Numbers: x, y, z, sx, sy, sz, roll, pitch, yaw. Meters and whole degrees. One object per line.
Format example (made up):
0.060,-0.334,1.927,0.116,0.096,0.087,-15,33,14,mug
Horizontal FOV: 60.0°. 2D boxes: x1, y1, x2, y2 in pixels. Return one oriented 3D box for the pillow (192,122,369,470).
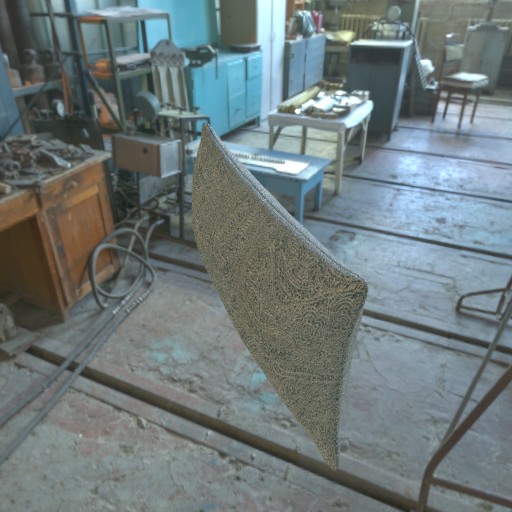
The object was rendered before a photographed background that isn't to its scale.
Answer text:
0.000,0.000,0.740,0.151,0.295,0.615,-11,33,-17,pillow
